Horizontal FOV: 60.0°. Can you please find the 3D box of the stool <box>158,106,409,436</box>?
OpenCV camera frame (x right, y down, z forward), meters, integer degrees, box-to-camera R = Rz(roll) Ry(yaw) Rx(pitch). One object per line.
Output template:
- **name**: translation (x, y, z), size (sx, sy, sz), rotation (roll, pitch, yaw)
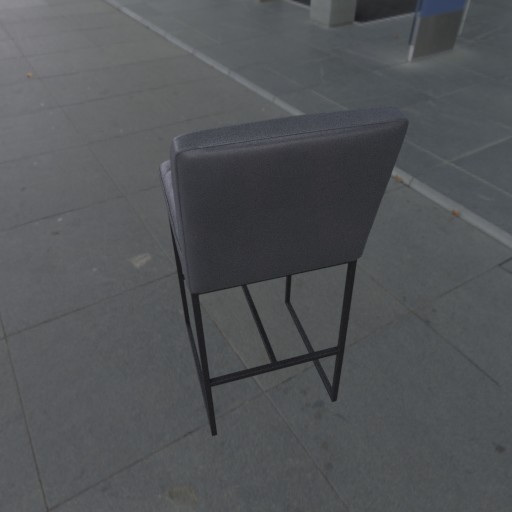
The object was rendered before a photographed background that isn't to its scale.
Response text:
- **stool**: translation (0.000, 0.000, 1.304), size (0.457, 1.040, 0.552), rotation (-11, 42, -13)
